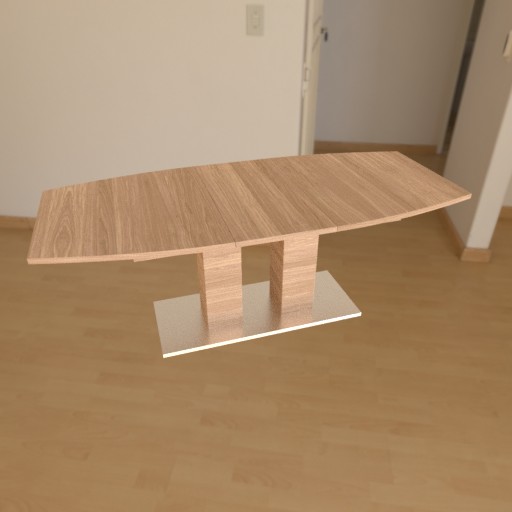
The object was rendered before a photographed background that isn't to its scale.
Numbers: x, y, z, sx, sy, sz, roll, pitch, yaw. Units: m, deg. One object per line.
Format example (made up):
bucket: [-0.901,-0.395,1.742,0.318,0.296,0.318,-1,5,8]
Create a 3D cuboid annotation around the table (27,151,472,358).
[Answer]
table: [0.000,0.000,2.407,2.032,0.750,0.900,-9,33,-15]
